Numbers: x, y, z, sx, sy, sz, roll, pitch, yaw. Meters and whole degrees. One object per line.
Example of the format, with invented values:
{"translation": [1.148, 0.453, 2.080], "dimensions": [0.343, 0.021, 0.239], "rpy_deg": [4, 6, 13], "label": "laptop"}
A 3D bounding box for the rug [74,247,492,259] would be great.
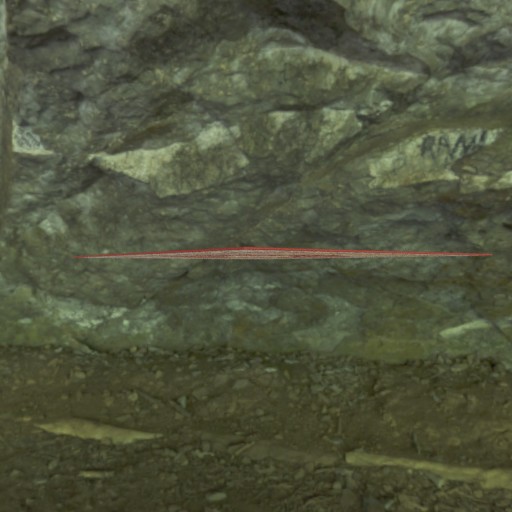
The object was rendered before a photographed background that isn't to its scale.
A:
{"translation": [0.000, 0.000, 4.014], "dimensions": [2.387, 0.013, 3.053], "rpy_deg": [1, -1, -36], "label": "rug"}
